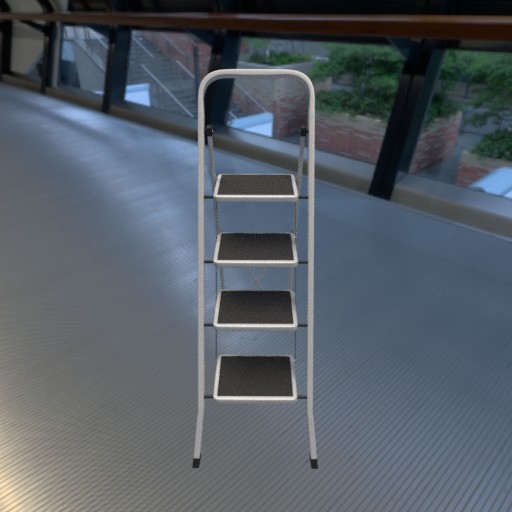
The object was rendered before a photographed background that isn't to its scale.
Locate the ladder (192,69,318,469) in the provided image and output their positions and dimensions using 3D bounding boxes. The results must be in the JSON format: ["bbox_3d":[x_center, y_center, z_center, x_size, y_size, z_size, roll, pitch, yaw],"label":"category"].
[{"bbox_3d":[0.000,0.000,1.694,0.460,1.265,0.914,0,30,0],"label":"ladder"}]
